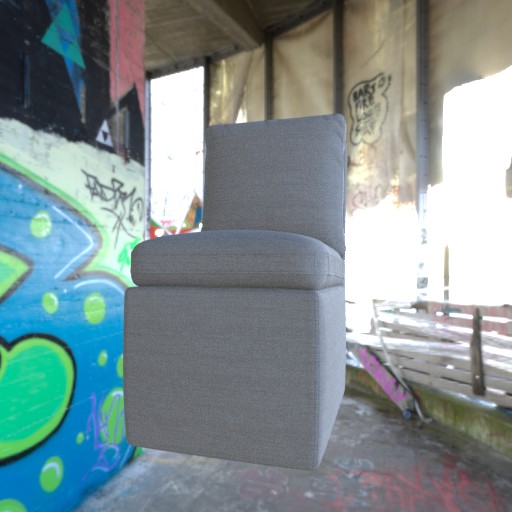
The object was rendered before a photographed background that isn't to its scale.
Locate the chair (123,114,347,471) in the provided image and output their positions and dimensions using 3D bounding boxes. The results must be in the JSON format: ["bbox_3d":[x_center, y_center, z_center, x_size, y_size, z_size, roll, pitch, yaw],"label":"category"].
[{"bbox_3d":[0.000,0.000,1.321,0.503,0.927,0.698,0,0,17],"label":"chair"}]
